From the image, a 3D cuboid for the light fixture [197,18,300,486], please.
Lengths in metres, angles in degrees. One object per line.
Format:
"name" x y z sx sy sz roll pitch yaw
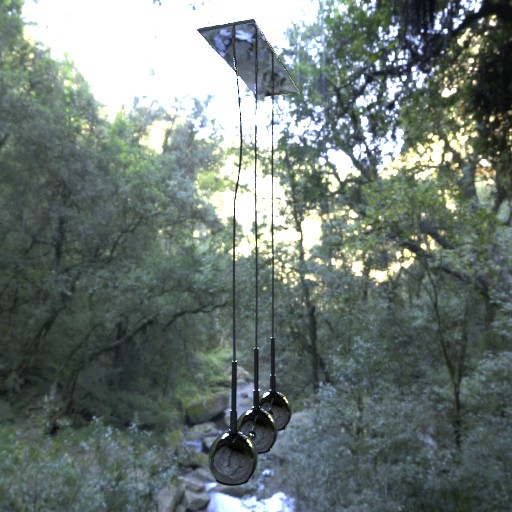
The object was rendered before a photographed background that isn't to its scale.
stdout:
"light fixture" 0.000 0.000 1.626 0.188 1.408 0.623 0 0 18
